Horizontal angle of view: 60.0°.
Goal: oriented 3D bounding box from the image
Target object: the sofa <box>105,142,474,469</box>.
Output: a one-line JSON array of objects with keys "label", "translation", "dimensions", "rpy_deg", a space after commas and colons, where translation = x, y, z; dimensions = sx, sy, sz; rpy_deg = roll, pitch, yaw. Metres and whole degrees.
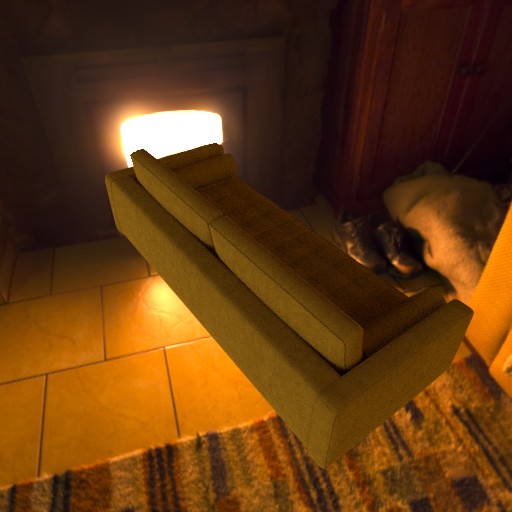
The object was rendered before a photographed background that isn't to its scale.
[{"label": "sofa", "translation": [0.000, 0.000, 2.596], "dimensions": [0.919, 0.770, 2.200], "rpy_deg": [-25, 46, -27]}]
